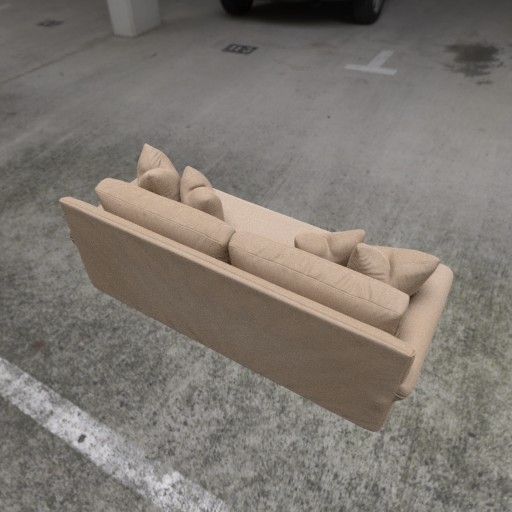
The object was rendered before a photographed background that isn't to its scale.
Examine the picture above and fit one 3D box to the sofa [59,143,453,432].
[{"bbox_3d":[0.000,0.000,2.849,2.285,0.904,1.067,22,49,21],"label":"sofa"}]
